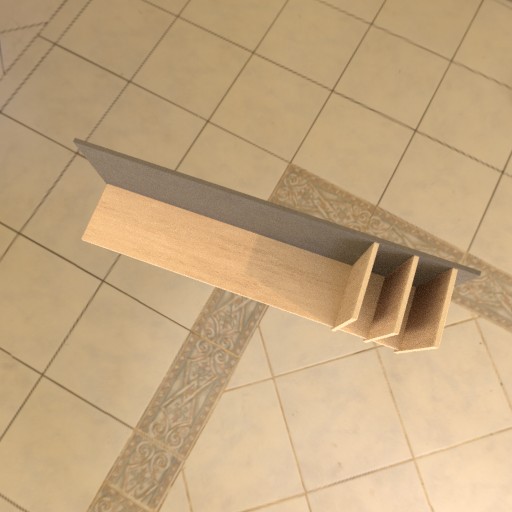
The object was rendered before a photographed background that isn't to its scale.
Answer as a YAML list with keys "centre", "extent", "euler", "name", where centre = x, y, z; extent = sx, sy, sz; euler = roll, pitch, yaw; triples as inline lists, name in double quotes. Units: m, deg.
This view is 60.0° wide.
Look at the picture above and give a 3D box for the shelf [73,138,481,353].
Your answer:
- centre: [0.000, 0.000, 1.175]
  extent: [1.020, 0.300, 0.200]
  euler: [19, 76, 5]
  name: "shelf"
